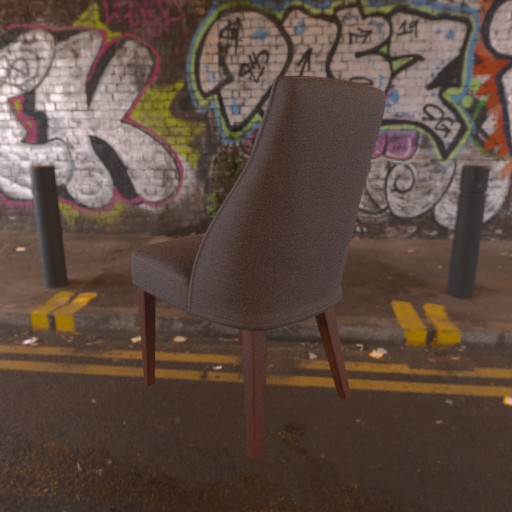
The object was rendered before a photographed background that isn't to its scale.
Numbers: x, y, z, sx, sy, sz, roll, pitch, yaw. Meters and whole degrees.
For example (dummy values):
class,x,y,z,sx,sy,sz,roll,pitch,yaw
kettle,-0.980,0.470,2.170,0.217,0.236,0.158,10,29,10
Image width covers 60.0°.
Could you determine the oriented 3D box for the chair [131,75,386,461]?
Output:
class,x,y,z,sx,sy,sz,roll,pitch,yaw
chair,0.000,0.000,1.307,0.500,0.930,0.620,-14,21,-42
